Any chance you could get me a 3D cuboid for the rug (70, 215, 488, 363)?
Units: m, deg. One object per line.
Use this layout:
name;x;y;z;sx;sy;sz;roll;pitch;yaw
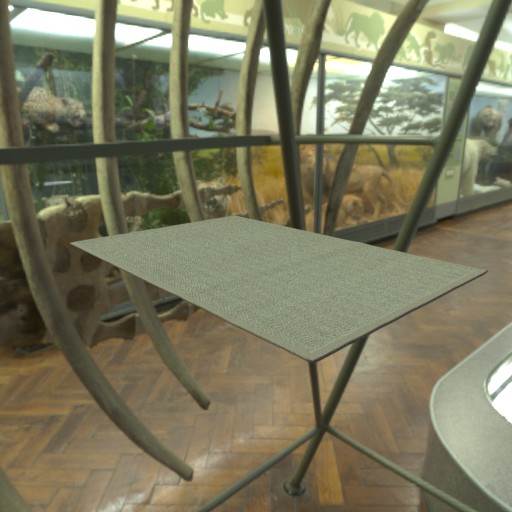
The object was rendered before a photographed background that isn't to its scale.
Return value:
rug;0.000;0.000;2.872;1.540;0.021;2.290;-14;21;-40
